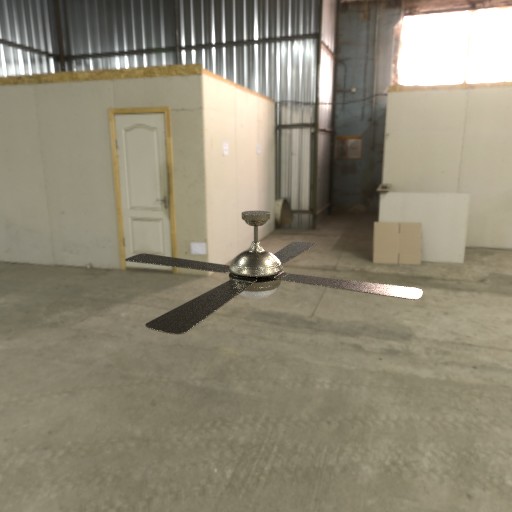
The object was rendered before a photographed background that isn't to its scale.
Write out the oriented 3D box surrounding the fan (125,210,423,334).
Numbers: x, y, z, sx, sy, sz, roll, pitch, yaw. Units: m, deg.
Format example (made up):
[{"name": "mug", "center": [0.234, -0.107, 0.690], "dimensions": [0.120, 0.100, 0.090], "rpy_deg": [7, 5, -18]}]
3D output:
[{"name": "fan", "center": [0.000, 0.000, 1.937], "dimensions": [1.321, 0.381, 1.321], "rpy_deg": [-14, 20, -43]}]
